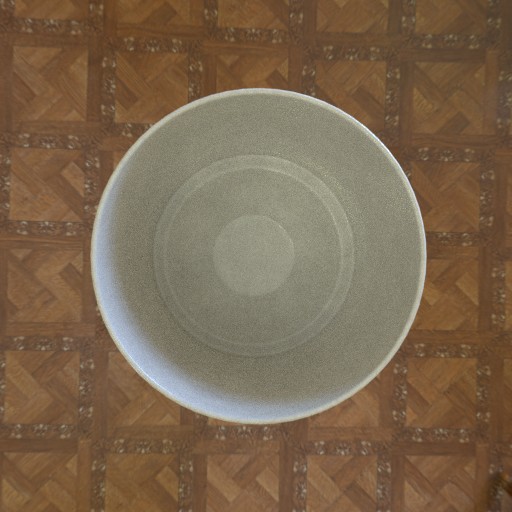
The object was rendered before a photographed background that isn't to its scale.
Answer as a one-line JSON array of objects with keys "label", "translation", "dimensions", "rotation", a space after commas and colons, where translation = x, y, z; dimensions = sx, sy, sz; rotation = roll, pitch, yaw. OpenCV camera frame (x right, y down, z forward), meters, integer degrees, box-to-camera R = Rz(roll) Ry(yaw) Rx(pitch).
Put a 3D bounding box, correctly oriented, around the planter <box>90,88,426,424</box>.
[{"label": "planter", "translation": [0.000, 0.000, 0.447], "dimensions": [0.250, 0.239, 0.250], "rotation": [0, 90, -1]}]
